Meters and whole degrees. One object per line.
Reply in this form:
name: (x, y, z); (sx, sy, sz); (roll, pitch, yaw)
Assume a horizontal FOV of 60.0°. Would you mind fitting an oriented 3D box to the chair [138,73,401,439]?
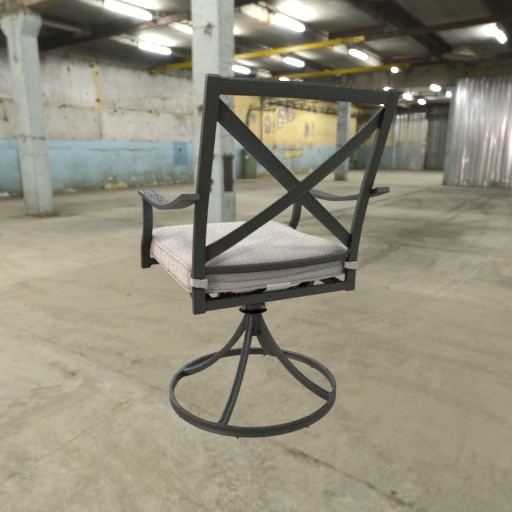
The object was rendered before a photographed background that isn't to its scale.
chair: (0.000, 0.000, 1.311); (0.575, 0.889, 0.620); (-6, 14, -25)
